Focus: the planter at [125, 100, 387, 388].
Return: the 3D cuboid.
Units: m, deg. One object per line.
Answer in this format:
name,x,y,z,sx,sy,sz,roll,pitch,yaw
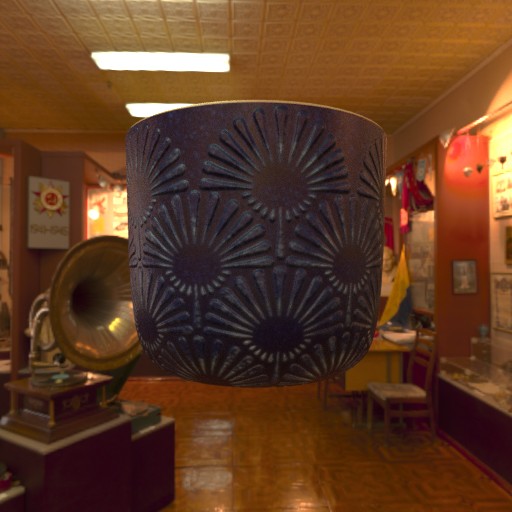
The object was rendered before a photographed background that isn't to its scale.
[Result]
planter,0.000,0.000,0.218,0.124,0.109,0.124,0,-1,0
